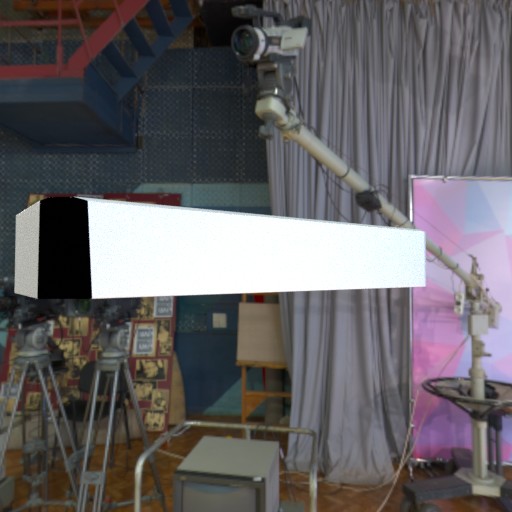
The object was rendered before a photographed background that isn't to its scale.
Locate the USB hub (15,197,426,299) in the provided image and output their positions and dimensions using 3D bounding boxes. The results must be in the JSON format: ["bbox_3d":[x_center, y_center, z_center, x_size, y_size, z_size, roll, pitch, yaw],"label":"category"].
[{"bbox_3d":[0.000,0.000,0.155,0.145,0.023,0.044,1,-2,-37],"label":"USB hub"}]
